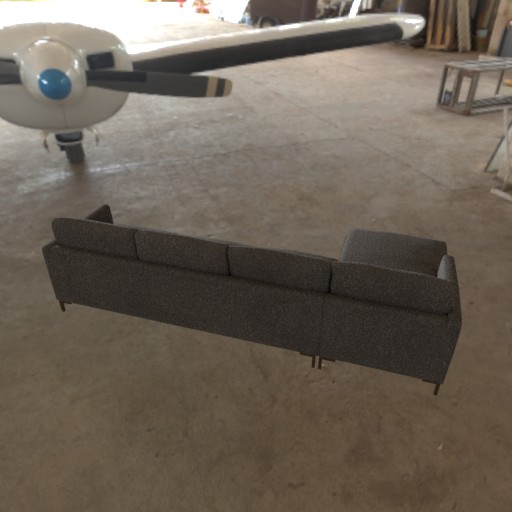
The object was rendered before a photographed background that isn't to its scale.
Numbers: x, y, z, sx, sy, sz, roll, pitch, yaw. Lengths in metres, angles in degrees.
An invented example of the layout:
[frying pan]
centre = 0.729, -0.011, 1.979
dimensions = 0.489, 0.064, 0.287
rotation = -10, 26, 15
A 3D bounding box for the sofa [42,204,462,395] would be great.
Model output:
[sofa]
centre = 0.000, 0.000, 3.513
dimensions = 2.932, 0.810, 1.350
rotation = 9, 33, 15
